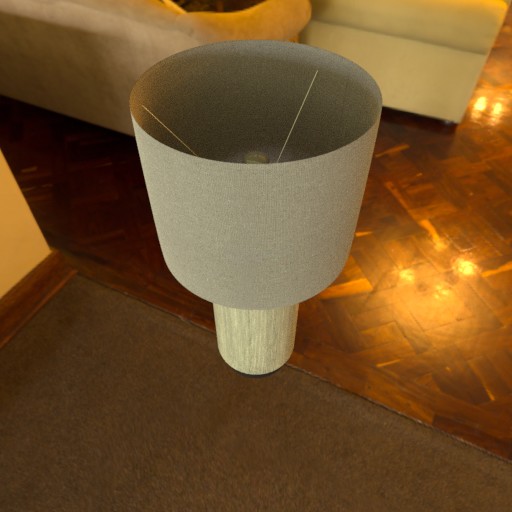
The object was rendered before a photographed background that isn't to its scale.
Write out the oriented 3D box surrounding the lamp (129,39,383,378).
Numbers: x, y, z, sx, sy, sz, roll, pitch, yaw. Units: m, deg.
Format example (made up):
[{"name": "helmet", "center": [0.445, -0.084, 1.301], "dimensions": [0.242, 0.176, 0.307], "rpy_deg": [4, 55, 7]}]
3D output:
[{"name": "lamp", "center": [0.000, 0.000, 0.565], "dimensions": [0.228, 0.444, 0.228], "rpy_deg": [-17, 50, -15]}]
